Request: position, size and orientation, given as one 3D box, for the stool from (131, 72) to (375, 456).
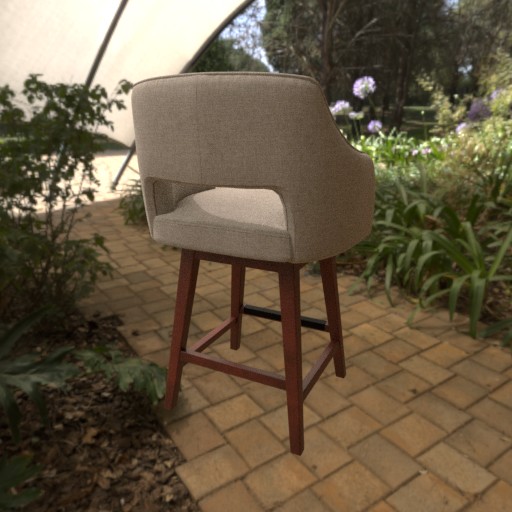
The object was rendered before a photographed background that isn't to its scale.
[{"bbox_3d":[0.000,0.000,1.283,0.599,0.944,0.558,9,19,25],"label":"stool"}]
